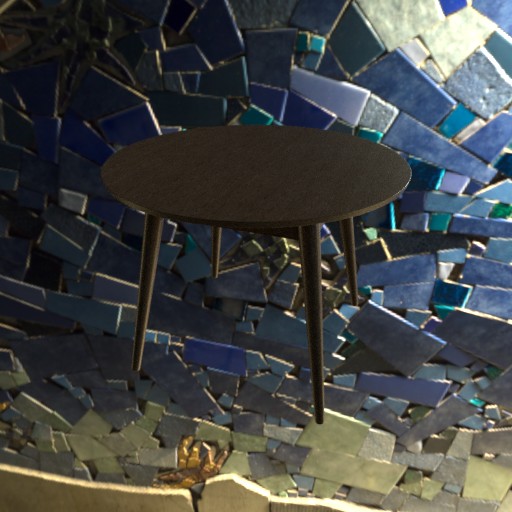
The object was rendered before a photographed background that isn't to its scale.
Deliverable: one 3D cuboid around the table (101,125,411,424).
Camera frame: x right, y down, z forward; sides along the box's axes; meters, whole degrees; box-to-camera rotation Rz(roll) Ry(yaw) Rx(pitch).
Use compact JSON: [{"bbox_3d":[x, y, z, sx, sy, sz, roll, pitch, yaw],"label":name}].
[{"bbox_3d":[0.000,0.000,1.761,1.053,0.786,1.053,0,29,0],"label":"table"}]
